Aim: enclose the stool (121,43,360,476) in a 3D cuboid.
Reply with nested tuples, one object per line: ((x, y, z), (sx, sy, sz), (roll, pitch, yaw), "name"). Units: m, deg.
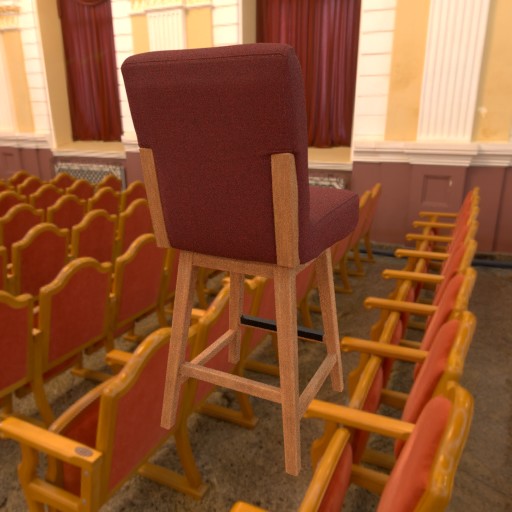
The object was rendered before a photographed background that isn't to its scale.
((0.000, 0.000, 1.279), (0.468, 1.038, 0.562), (8, 19, 25), "stool")
